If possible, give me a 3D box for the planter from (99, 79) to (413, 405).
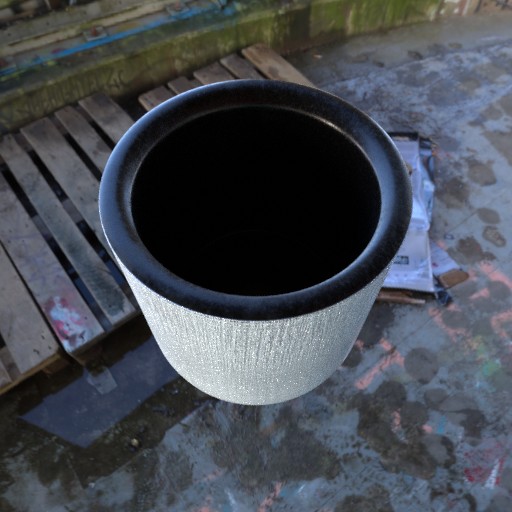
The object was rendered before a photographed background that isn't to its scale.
[{"bbox_3d":[0.000,0.000,0.289,0.160,0.156,0.160,0,58,0],"label":"planter"}]
